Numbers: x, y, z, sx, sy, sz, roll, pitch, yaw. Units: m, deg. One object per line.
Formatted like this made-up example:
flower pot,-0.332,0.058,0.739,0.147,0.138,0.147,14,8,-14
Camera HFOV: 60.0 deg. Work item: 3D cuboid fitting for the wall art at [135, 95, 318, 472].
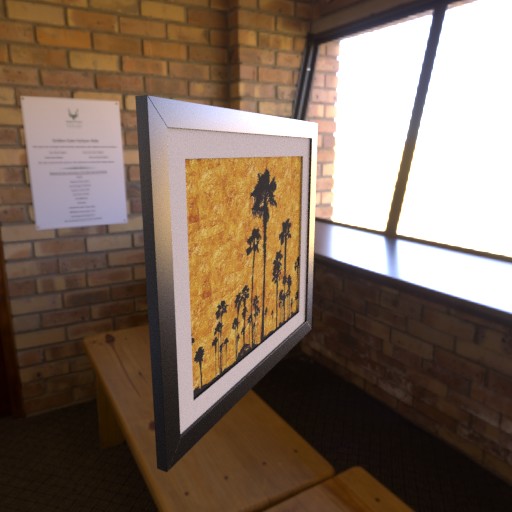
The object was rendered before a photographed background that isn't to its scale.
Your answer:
wall art,0.000,0.000,0.541,0.012,0.332,0.383,7,15,26
